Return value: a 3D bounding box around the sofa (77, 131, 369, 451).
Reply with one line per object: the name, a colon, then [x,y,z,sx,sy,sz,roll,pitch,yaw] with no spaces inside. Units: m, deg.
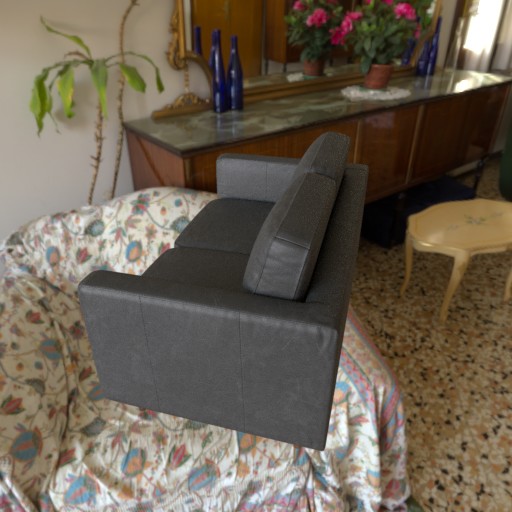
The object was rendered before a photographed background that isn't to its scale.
sofa: [0.000,0.000,2.035,0.879,0.899,1.430,8,32,13]
